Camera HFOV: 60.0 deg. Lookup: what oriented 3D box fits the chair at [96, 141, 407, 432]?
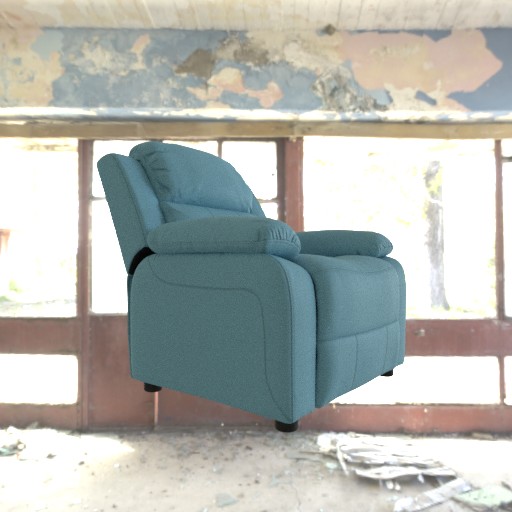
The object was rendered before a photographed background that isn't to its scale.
[{"bbox_3d":[0.000,0.000,1.267,0.709,0.702,0.680,-1,-1,37],"label":"chair"}]
